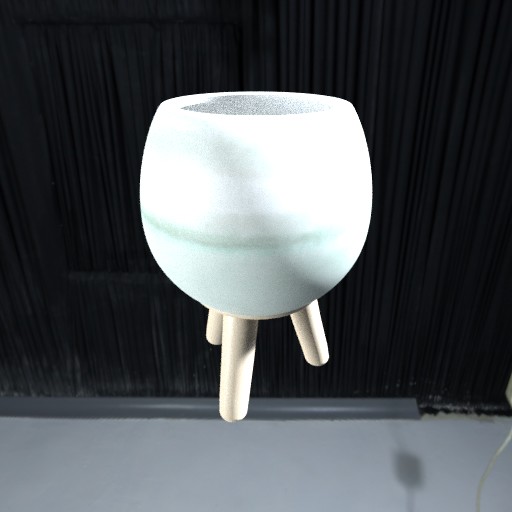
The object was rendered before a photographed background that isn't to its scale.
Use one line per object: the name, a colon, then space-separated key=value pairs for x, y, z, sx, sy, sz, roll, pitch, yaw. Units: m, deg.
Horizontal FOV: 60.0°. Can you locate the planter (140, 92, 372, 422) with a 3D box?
planter: x=0.000 y=0.000 z=0.338 sx=0.161 sy=0.224 sz=0.161 roll=0 pitch=26 yaw=0
